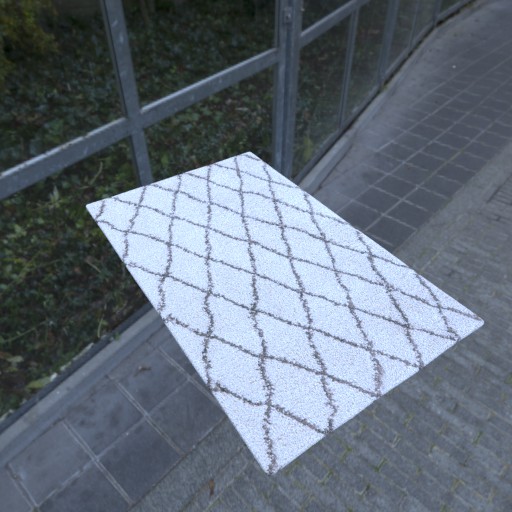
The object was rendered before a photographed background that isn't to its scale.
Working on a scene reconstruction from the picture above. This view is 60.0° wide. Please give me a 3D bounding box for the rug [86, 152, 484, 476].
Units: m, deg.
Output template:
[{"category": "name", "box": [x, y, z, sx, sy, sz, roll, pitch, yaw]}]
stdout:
[{"category": "rug", "box": [0.000, 0.000, 2.977, 1.524, 0.030, 2.438, -24, 47, -25]}]
